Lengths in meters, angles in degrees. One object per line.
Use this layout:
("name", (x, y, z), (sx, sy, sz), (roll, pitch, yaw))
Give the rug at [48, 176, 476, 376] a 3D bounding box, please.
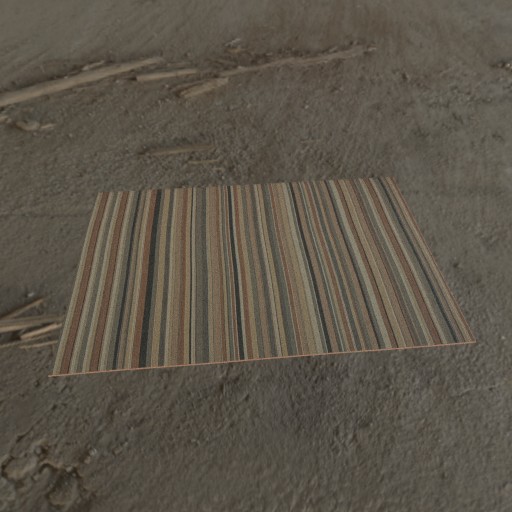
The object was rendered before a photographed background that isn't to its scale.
("rug", (0.000, 0.000, 2.302), (1.829, 0.008, 1.219), (-4, 46, -4))
